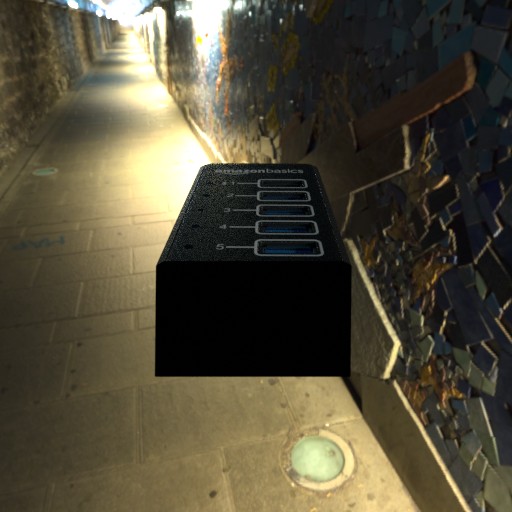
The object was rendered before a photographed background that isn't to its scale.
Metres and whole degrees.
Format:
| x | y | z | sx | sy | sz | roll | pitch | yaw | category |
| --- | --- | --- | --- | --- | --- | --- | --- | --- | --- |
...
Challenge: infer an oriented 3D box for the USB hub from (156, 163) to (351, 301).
| x | y | z | sx | sy | sz | roll | pitch | yaw | category |
| --- | --- | --- | --- | --- | --- | --- | --- | --- | --- |
| 0.000 | 0.000 | 0.127 | 0.044 | 0.023 | 0.110 | 1 | 28 | 1 | USB hub |
